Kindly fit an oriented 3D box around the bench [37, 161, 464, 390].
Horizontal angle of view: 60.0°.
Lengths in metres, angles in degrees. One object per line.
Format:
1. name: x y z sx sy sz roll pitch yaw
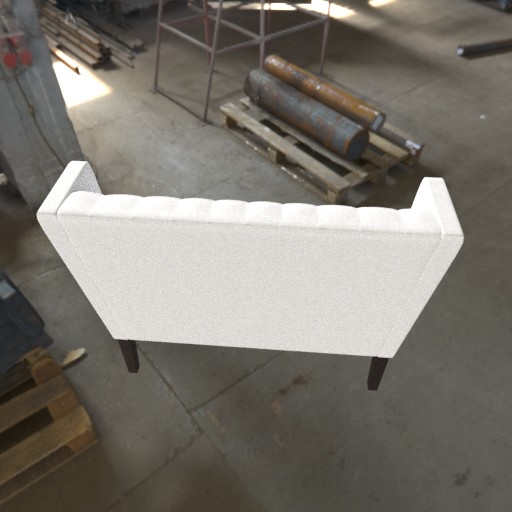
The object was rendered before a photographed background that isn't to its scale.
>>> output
1. bench: 0.000 0.000 1.972 1.280 1.123 0.847 3 46 3
